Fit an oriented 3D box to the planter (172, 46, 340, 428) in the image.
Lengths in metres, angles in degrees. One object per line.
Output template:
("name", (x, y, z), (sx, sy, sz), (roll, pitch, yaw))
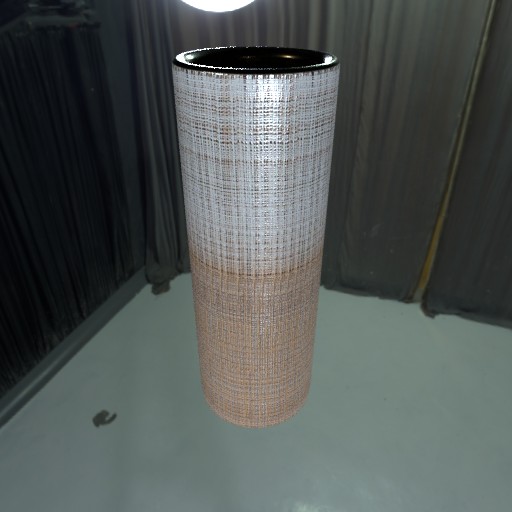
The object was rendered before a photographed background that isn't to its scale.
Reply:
("planter", (0.000, 0.000, 0.335), (0.099, 0.278, 0.099), (9, 33, 15))
